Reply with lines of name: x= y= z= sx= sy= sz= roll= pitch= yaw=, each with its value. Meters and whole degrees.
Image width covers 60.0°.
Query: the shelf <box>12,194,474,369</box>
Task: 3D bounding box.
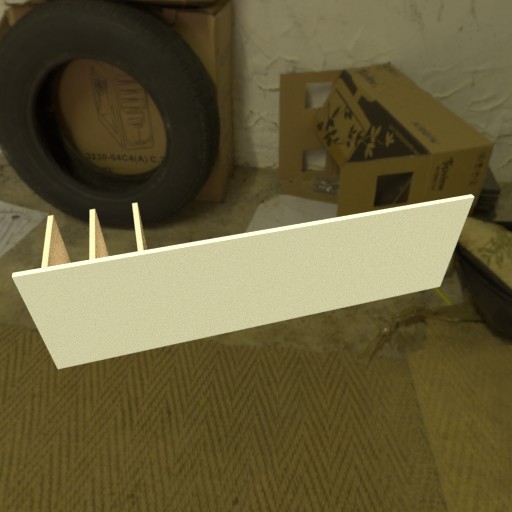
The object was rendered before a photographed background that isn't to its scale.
shelf: x=0.000 y=0.000 z=1.117 sx=1.020 sy=0.300 sz=0.200 roll=-10 pitch=42 yaw=-12
